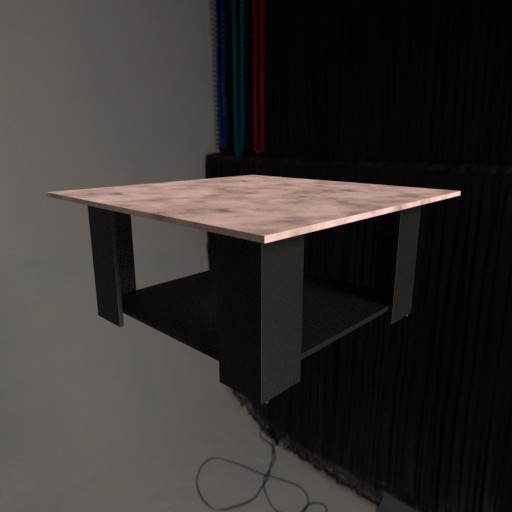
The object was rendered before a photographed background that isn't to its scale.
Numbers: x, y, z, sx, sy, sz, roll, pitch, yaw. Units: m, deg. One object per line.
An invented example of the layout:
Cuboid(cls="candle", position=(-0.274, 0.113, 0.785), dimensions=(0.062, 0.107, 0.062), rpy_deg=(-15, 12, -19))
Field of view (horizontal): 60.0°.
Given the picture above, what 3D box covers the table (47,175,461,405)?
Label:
Cuboid(cls="table", position=(0.000, 0.000, 1.053), dimensions=(0.670, 0.305, 0.670), rpy_deg=(14, 20, 42))
